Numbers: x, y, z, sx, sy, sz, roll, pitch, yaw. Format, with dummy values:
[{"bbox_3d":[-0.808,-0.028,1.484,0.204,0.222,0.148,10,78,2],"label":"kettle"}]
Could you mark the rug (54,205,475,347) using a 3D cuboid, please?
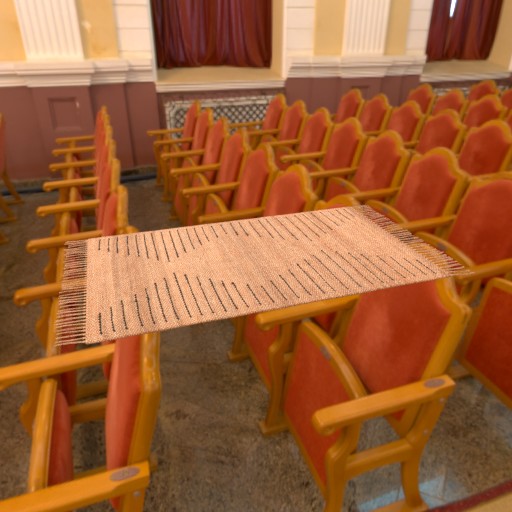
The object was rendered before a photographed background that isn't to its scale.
[{"bbox_3d":[0.000,0.000,2.068,1.718,0.017,0.905,-8,28,-16],"label":"rug"}]
